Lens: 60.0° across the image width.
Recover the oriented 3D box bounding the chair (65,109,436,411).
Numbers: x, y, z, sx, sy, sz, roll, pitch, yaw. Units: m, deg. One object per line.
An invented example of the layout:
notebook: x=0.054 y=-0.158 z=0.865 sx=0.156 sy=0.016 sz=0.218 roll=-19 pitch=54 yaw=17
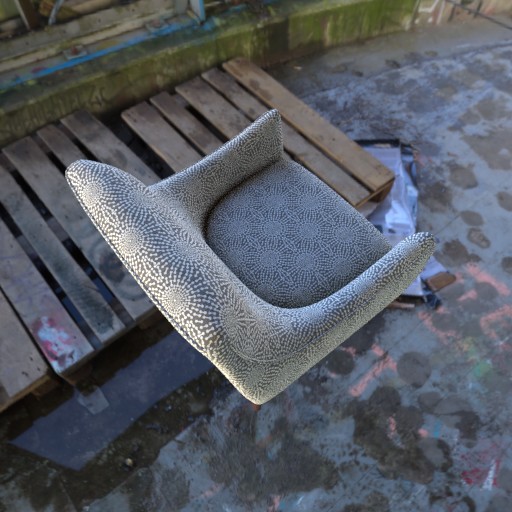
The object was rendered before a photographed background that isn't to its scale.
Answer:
chair: x=0.000 y=0.000 z=1.440 sx=0.787 sy=0.838 sz=0.762 roll=-34 pitch=63 yaw=-20
